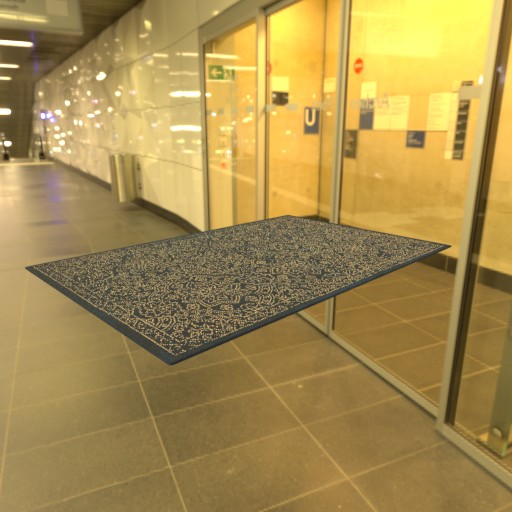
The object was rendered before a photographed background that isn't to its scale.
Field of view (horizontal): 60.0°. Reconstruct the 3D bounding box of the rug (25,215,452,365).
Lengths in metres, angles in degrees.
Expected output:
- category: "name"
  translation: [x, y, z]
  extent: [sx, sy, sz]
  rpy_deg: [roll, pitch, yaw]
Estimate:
- category: "rug"
  translation: [0.000, 0.000, 2.255]
  extent: [1.829, 0.010, 1.219]
  rpy_deg: [-15, 22, -42]
